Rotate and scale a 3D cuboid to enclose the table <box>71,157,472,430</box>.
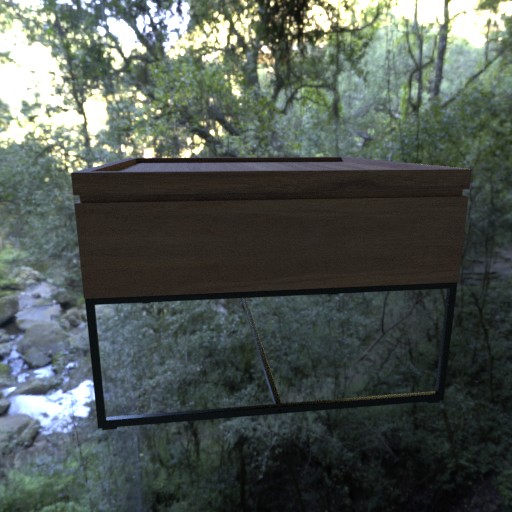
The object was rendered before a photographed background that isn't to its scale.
[{"bbox_3d":[0.000,0.000,1.118,0.676,0.464,0.679,-2,15,-8],"label":"table"}]
